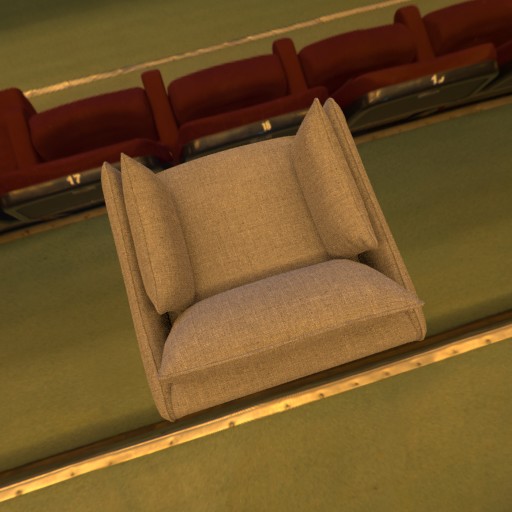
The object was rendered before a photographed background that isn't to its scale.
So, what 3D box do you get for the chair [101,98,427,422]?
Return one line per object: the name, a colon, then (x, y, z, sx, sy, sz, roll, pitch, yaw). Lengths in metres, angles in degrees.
chair: (0.000, 0.000, 1.734, 0.993, 0.839, 0.976, -17, 77, -4)
